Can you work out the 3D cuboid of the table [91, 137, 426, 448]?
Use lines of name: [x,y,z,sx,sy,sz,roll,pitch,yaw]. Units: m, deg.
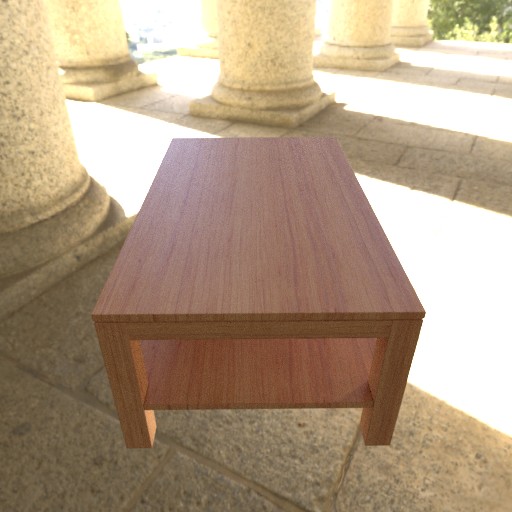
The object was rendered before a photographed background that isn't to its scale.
table: [0.000,0.000,1.522,0.695,0.457,1.146,0,33,-1]
